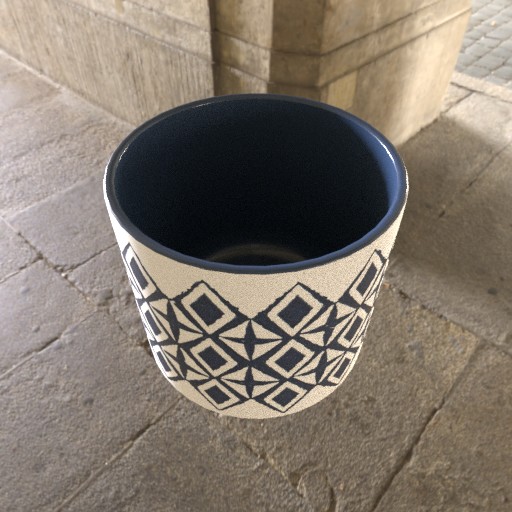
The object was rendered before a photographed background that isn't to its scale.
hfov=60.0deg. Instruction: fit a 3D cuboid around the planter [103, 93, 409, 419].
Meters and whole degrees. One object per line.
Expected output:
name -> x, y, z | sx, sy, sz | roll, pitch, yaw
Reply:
planter -> 0.000, 0.000, 0.286 | 0.159, 0.144, 0.159 | 0, 46, 0
